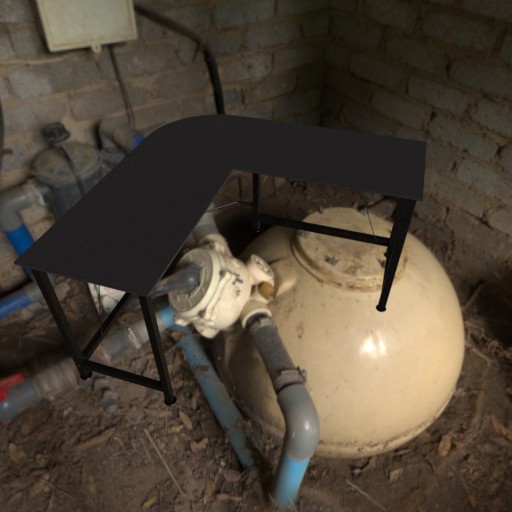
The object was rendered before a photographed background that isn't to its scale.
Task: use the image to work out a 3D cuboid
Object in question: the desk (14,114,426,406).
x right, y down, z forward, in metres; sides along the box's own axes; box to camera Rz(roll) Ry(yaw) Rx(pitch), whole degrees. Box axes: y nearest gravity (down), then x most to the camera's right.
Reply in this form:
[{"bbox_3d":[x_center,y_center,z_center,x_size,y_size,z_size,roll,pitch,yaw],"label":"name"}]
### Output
[{"bbox_3d":[0.000,0.000,2.198,1.400,0.762,1.400,12,43,13],"label":"desk"}]
